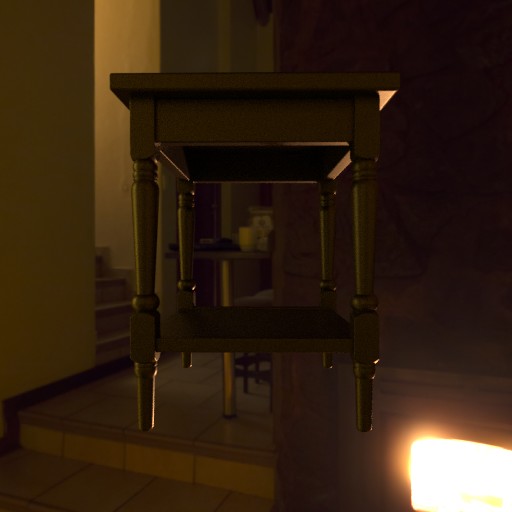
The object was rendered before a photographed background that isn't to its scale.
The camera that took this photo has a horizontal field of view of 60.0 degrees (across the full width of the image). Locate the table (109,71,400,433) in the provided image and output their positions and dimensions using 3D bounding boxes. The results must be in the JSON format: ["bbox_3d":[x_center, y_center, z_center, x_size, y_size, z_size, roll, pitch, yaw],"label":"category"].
[{"bbox_3d":[0.000,0.000,0.918,0.442,0.565,0.488,0,0,1],"label":"table"}]
